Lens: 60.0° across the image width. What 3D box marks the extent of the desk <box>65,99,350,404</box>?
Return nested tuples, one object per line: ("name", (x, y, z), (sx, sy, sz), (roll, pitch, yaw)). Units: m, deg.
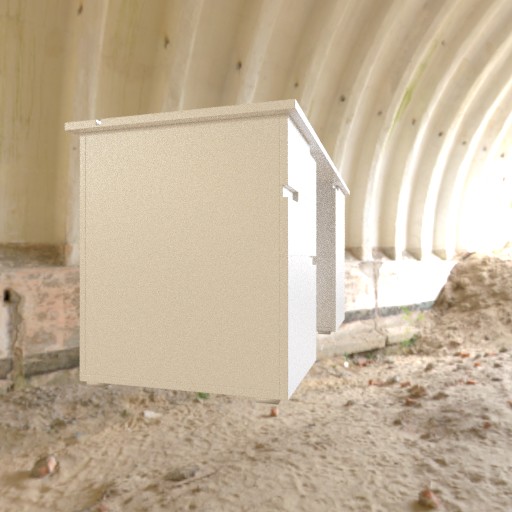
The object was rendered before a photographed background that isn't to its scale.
("desk", (0.000, 0.000, 1.926), (0.670, 0.760, 1.580), (0, 0, 17))
